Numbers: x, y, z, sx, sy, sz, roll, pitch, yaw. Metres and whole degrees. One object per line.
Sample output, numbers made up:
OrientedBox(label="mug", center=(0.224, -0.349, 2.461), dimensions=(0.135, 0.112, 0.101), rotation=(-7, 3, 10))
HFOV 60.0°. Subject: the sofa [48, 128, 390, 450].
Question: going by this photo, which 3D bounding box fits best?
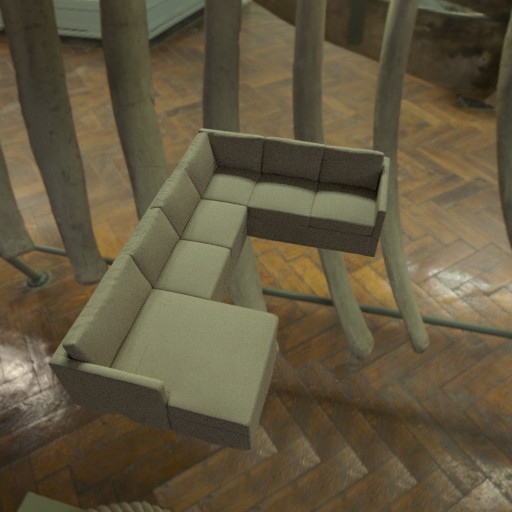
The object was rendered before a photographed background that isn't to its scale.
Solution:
OrientedBox(label="sofa", center=(0.000, 0.000, 4.526), dimensions=(2.476, 0.878, 3.528), rotation=(10, 47, 10))
